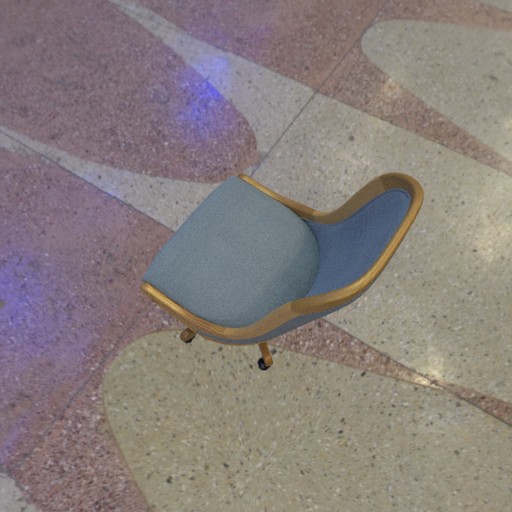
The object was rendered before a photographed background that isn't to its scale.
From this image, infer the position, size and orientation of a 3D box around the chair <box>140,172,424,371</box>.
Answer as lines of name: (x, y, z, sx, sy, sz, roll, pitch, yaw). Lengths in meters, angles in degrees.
chair: (0.000, 0.000, 1.455, 0.735, 1.031, 0.605, 32, 68, 15)
